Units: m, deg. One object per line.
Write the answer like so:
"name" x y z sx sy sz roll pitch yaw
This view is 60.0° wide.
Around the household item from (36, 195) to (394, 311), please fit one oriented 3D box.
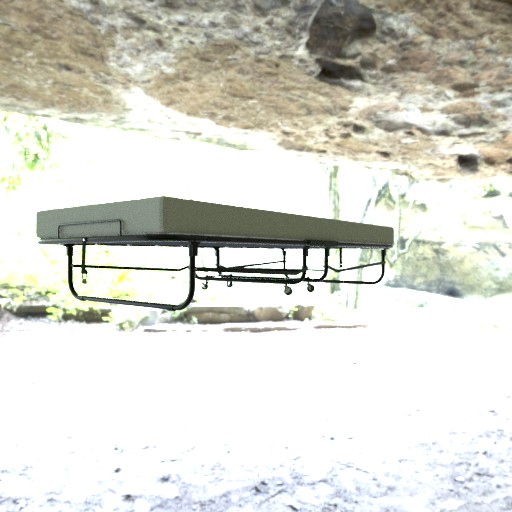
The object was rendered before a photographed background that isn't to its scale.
"household item" 0.000 0.000 2.232 0.787 0.356 1.905 0 0 37
